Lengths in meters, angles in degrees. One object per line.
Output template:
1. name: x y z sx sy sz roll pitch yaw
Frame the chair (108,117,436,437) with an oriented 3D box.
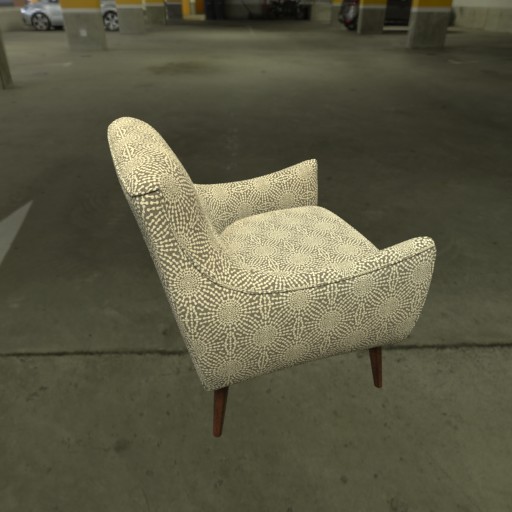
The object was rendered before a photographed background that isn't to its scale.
1. chair: 0.000 0.000 1.440 0.787 0.838 0.762 -10 32 -17
